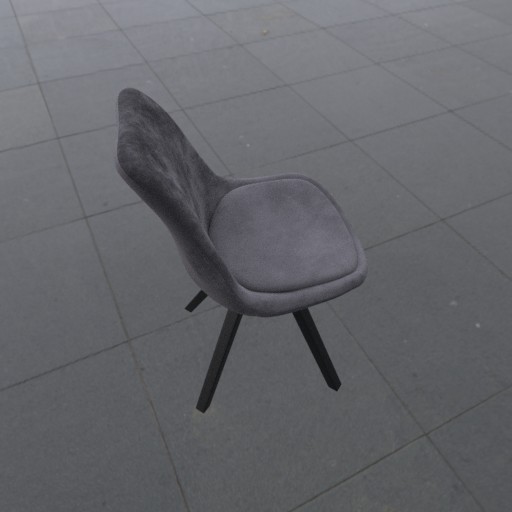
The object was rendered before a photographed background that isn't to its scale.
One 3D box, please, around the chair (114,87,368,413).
[{"bbox_3d":[0.000,0.000,1.177,0.550,0.850,0.485,-8,47,-8],"label":"chair"}]
